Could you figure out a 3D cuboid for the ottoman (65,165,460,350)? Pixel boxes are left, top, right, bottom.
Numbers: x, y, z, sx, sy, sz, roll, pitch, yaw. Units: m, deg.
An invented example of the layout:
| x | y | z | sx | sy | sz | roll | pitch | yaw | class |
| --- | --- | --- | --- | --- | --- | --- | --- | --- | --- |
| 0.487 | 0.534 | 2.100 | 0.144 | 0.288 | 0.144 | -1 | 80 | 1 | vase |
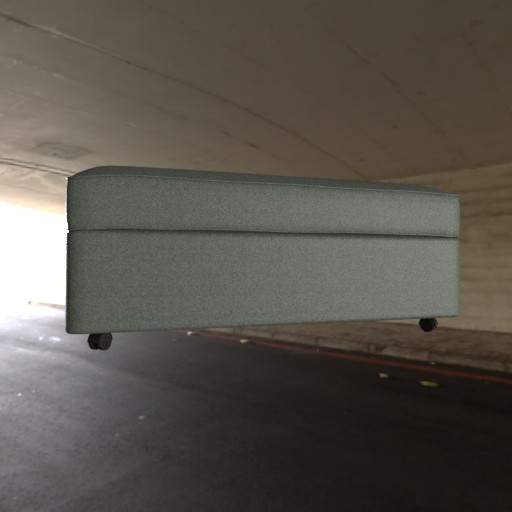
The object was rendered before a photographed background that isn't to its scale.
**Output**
| x | y | z | sx | sy | sz | roll | pitch | yaw | class |
| --- | --- | --- | --- | --- | --- | --- | --- | --- | --- |
| 0.000 | 0.000 | 1.541 | 1.173 | 0.494 | 0.681 | 0 | -1 | -18 | ottoman |
